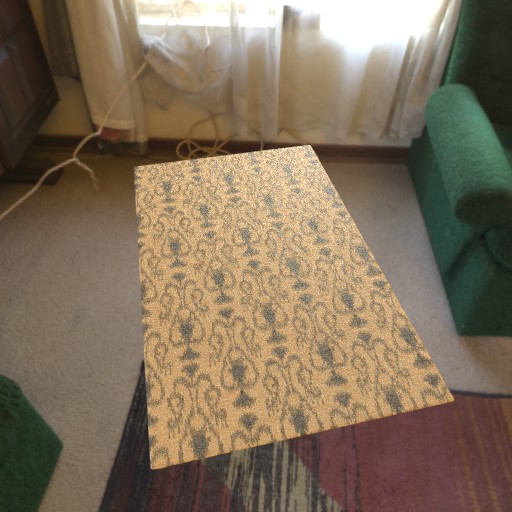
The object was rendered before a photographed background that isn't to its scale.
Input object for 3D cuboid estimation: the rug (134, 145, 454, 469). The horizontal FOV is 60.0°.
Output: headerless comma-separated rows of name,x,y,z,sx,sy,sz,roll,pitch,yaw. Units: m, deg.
rug,0.000,0.000,2.004,1.035,0.006,1.652,-9,47,-9
